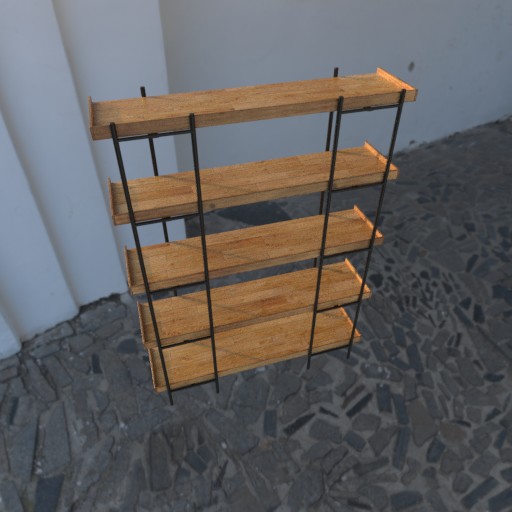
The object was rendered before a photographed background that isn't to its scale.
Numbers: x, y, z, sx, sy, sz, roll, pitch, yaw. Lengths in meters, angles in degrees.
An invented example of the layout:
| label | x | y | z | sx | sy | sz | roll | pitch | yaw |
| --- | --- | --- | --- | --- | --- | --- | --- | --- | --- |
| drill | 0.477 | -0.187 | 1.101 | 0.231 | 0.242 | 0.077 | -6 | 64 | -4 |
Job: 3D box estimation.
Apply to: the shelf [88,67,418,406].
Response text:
| label | x | y | z | sx | sy | sz | roll | pitch | yaw |
| --- | --- | --- | --- | --- | --- | --- | --- | --- | --- |
| shelf | 0.000 | 0.000 | 2.463 | 1.371 | 1.826 | 0.379 | -11 | 41 | -13 |
